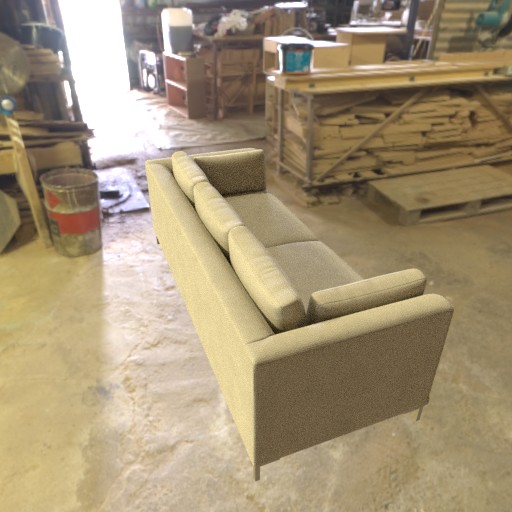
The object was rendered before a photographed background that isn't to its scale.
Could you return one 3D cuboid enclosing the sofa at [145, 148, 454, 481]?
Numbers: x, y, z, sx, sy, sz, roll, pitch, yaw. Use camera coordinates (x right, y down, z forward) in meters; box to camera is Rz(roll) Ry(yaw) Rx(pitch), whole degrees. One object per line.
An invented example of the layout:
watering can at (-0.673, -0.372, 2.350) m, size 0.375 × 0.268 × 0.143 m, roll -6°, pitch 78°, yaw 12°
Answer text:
sofa at (0.000, 0.000, 2.904) m, size 0.969 × 0.867 × 2.415 m, roll -12°, pitch 33°, yaw -18°
